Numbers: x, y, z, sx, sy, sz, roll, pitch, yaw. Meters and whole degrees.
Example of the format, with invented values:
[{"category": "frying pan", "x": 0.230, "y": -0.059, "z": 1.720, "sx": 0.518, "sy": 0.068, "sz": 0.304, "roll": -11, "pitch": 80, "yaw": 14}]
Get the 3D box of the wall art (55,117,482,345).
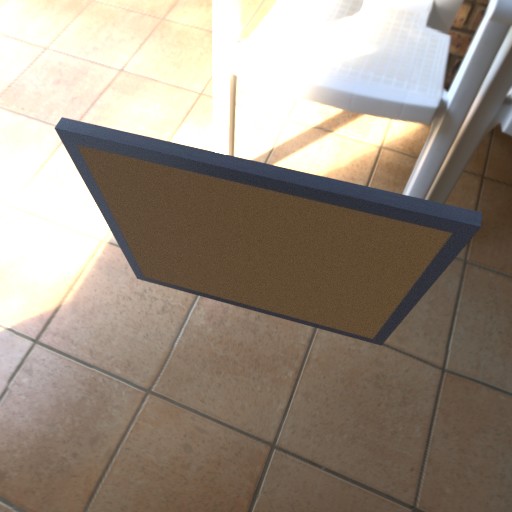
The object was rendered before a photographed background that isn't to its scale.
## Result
[{"category": "wall art", "x": 0.000, "y": 0.000, "z": 0.911, "sx": 0.660, "sy": 0.558, "sz": 0.026, "roll": 14, "pitch": 63, "yaw": 8}]
